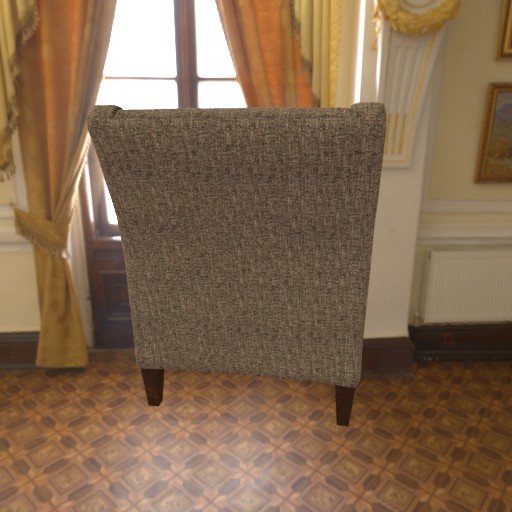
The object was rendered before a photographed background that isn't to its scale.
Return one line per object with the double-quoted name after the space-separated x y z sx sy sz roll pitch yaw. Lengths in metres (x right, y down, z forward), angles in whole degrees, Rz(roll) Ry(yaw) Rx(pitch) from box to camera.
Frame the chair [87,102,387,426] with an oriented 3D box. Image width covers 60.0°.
0.000 0.000 1.609 0.774 1.014 0.870 3 17 9 "chair"
